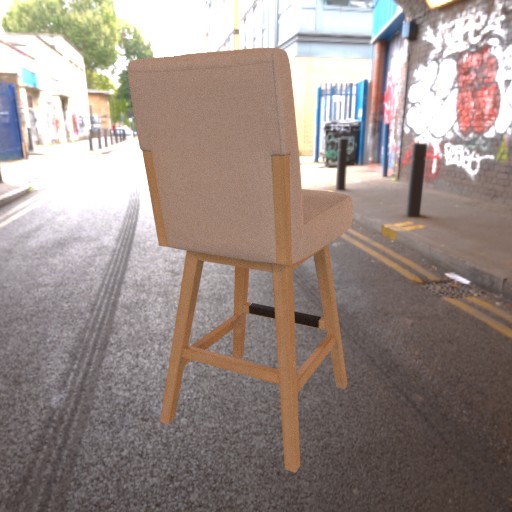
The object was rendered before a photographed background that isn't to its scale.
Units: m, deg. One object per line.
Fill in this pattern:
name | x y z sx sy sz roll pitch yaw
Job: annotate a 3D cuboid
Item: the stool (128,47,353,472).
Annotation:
stool | 0.000 0.000 1.276 0.446 1.015 0.543 8 18 27
